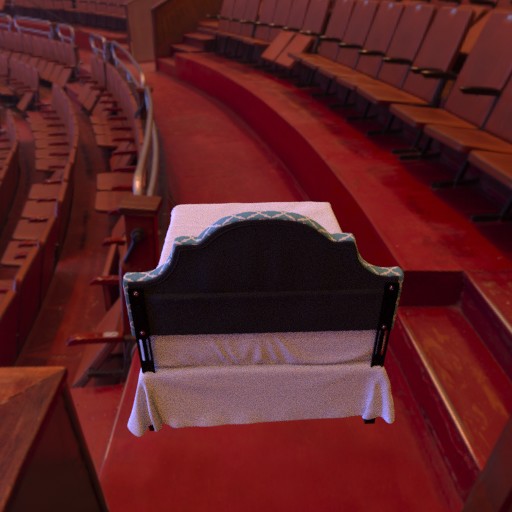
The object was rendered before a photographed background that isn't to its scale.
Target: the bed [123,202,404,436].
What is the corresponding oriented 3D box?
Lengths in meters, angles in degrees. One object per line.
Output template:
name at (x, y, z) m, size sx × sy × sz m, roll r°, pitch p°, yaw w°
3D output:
bed at (0.000, 0.000, 3.519) m, size 1.780 × 1.633 × 2.222 m, roll -1°, pitch 31°, yaw -2°
